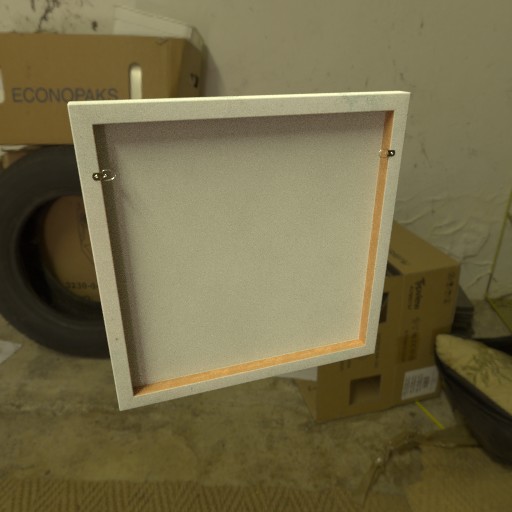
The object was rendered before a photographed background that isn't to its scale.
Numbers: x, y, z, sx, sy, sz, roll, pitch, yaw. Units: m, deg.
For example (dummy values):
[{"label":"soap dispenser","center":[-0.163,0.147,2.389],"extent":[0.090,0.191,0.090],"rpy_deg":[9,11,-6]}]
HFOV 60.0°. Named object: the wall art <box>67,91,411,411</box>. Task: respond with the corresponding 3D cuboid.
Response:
[{"label":"wall art","center":[0.000,0.000,0.900],"extent":[0.612,0.612,0.040],"rpy_deg":[-8,26,-17]}]
